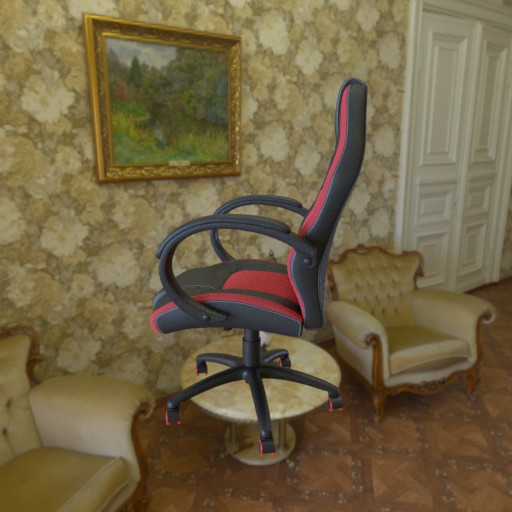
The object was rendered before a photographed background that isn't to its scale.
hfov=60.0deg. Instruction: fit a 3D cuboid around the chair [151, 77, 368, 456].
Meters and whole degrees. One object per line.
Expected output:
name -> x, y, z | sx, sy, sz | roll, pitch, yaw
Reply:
chair -> 0.000, 0.000, 1.624 | 0.724, 1.187, 0.673 | 2, 14, 9
